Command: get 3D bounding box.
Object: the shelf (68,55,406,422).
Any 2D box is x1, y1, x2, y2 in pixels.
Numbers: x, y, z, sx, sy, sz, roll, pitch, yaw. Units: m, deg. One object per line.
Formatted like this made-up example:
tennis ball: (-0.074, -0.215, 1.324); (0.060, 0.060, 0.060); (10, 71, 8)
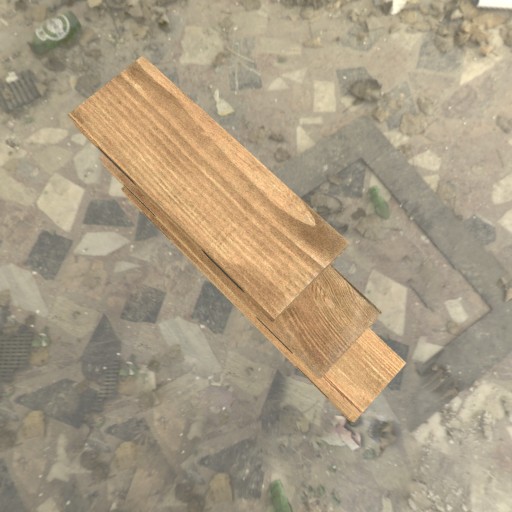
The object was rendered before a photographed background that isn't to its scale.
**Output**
shelf: (0.000, 0.000, 0.720); (0.610, 0.293, 0.140); (44, 79, 11)
